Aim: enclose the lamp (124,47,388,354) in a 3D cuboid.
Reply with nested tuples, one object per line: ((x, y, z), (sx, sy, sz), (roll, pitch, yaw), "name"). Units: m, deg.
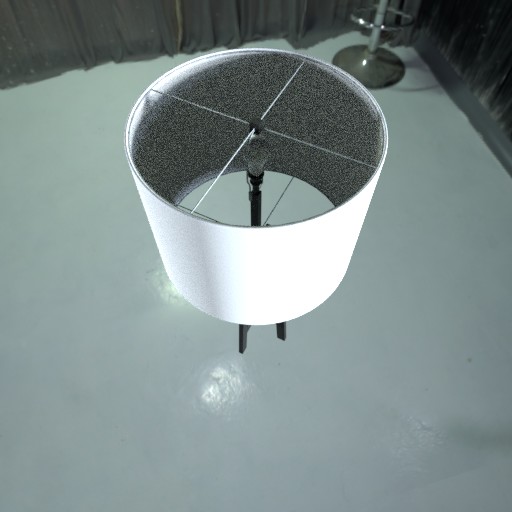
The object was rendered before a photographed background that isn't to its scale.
((0.000, 0.000, 0.640), (0.257, 0.489, 0.257), (-15, 59, -10), "lamp")
